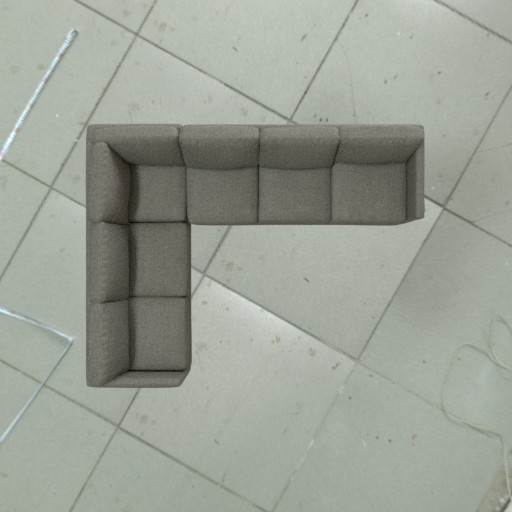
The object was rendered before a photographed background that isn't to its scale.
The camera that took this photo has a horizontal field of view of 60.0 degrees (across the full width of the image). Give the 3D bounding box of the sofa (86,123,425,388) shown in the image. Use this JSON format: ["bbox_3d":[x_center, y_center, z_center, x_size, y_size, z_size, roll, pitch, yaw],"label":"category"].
[{"bbox_3d":[0.000,0.000,4.512,3.302,0.947,2.593,0,90,1],"label":"sofa"}]
